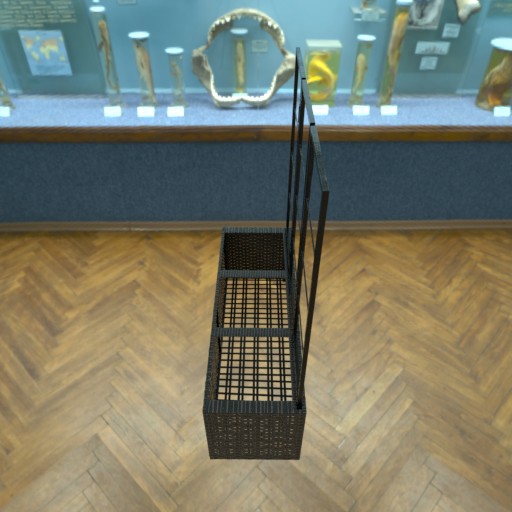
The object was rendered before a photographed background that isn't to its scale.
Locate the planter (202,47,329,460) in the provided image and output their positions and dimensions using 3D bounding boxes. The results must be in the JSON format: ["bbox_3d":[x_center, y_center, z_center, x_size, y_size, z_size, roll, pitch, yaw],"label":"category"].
[{"bbox_3d":[0.000,0.000,1.167,0.244,0.841,0.699,0,42,0],"label":"planter"}]
